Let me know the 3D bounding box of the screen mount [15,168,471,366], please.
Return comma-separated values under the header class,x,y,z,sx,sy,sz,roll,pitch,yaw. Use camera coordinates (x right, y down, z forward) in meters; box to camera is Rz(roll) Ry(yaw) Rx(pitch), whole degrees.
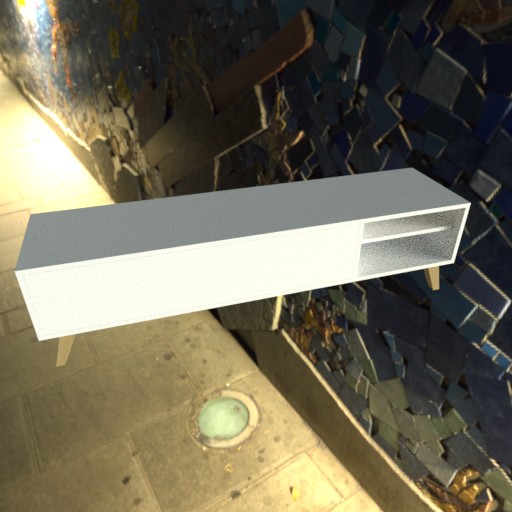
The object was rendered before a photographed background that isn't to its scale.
class,x,y,z,sx,sy,sz,roll,pitch,yaw
screen mount,0.000,0.000,1.816,1.644,0.432,0.399,-9,33,-14
